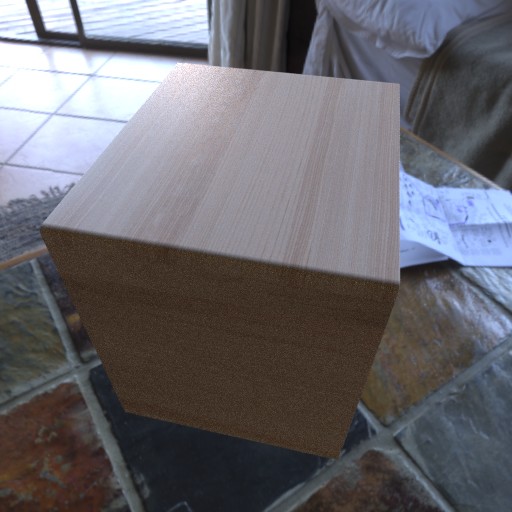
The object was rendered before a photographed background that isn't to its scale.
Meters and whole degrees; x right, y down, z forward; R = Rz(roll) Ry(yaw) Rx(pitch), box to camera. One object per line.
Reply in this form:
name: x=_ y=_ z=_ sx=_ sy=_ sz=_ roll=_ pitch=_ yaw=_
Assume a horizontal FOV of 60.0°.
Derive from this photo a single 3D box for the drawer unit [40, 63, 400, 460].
drawer unit: x=0.000 y=0.000 z=0.582 sx=0.290 sy=0.344 sz=0.344 roll=9 pitch=47 yaw=9
